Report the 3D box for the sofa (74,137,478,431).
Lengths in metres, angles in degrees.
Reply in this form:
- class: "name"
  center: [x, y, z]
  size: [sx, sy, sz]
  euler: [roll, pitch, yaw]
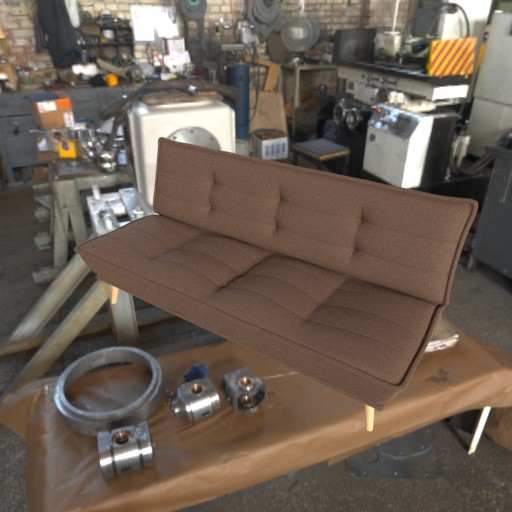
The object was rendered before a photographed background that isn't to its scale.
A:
- class: "sofa"
  center: [0.000, 0.000, 2.401]
  size: [1.940, 0.890, 0.950]
  euler: [19, 34, 29]
